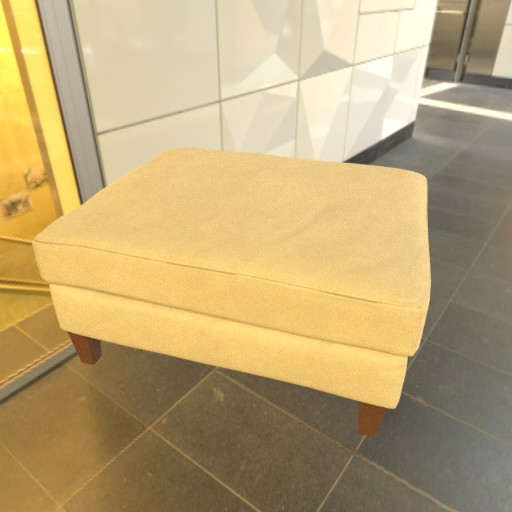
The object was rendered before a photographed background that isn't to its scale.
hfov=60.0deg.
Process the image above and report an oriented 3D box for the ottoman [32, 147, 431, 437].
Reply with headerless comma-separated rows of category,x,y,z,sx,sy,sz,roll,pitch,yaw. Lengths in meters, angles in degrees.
ottoman,0.000,0.000,1.446,1.002,0.492,0.836,9,33,15
